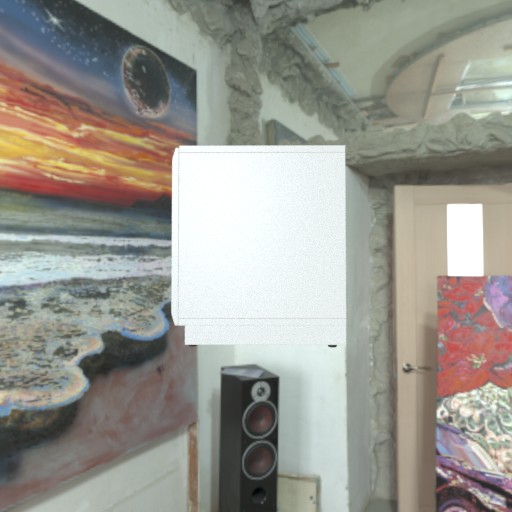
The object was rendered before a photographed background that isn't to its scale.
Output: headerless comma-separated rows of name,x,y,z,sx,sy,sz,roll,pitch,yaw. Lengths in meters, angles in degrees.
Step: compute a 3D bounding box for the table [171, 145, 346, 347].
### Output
table,0.000,0.000,1.737,0.400,0.440,1.550,0,-2,0
